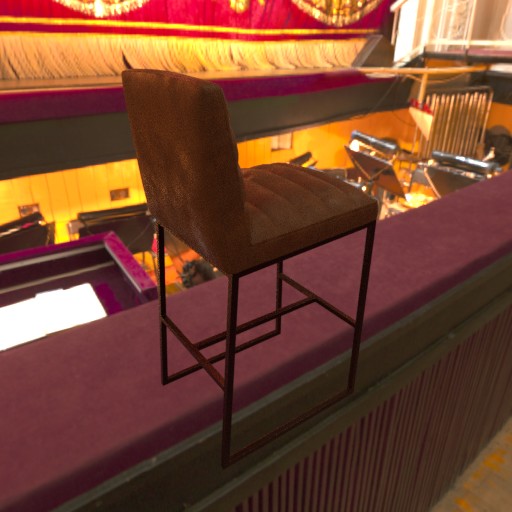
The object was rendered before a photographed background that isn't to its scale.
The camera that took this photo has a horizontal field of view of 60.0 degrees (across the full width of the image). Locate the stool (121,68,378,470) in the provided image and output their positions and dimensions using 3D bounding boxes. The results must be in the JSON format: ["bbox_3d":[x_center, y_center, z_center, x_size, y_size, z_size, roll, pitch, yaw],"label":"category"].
[{"bbox_3d":[0.000,0.000,1.349,0.562,1.065,0.463,-18,32,-31],"label":"stool"}]
